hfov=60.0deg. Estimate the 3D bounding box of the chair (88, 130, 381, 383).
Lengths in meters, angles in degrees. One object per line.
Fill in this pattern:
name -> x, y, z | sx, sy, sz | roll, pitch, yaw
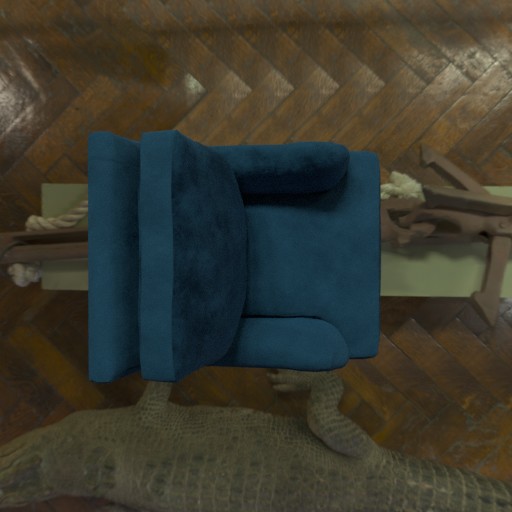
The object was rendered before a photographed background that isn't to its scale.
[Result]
chair -> 0.000, 0.000, 1.878 | 1.078, 1.076, 0.895 | 0, 91, 2
